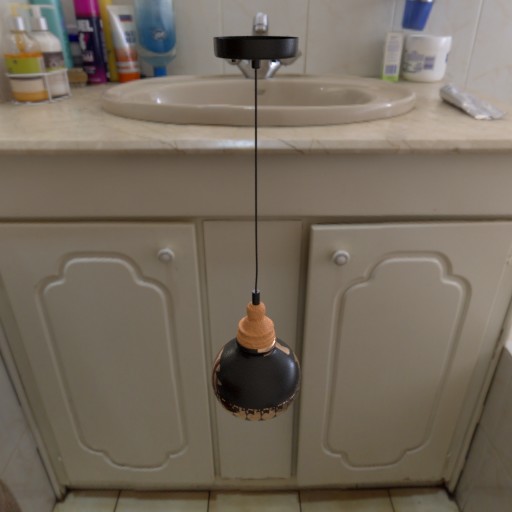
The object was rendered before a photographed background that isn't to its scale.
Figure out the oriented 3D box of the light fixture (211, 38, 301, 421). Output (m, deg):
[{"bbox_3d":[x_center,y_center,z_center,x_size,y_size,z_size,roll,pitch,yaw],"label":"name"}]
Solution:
[{"bbox_3d":[0.000,0.000,1.815,0.430,1.606,0.430,1,29,2],"label":"light fixture"}]
